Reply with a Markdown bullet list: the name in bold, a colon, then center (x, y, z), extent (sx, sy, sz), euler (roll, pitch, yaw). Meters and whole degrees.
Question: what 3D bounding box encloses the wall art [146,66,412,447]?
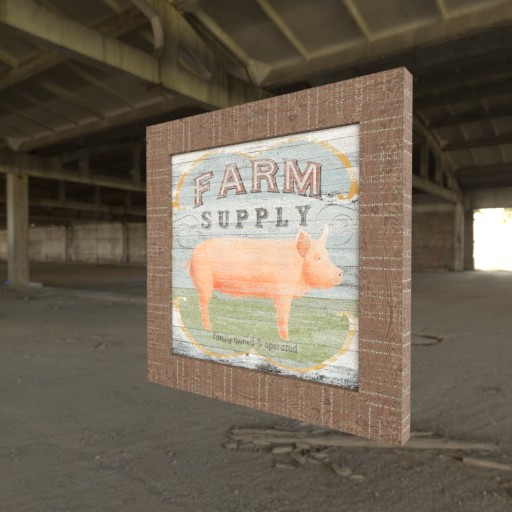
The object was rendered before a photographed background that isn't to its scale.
- **wall art**: center (0.000, 0.000, 0.788), extent (0.531, 0.531, 0.040), euler (1, 1, 35)
